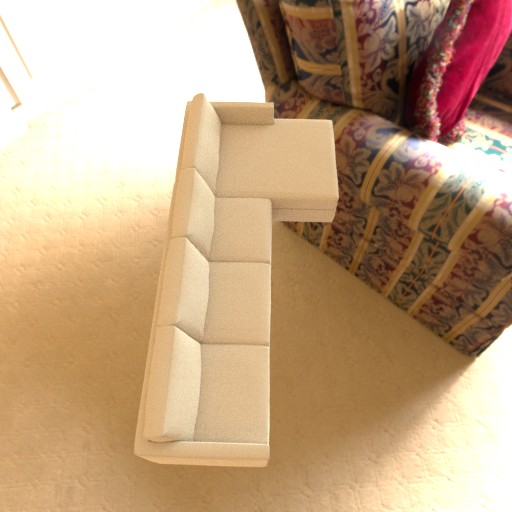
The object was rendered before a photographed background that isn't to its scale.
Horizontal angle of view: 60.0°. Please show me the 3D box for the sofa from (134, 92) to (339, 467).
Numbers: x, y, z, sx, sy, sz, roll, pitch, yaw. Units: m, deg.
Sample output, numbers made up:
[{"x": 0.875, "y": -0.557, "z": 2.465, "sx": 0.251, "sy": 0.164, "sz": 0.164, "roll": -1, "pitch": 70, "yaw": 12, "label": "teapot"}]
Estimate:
[{"x": 0.000, "y": 0.000, "z": 4.065, "sx": 1.599, "sy": 0.954, "sz": 3.471, "roll": 1, "pitch": 60, "yaw": 1, "label": "sofa"}]
